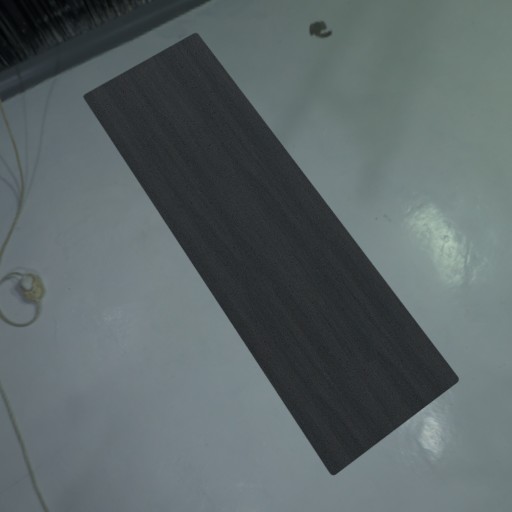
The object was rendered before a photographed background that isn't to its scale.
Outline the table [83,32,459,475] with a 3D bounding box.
[{"bbox_3d":[0.000,0.000,1.724,0.449,0.750,1.399,-33,78,-8],"label":"table"}]
